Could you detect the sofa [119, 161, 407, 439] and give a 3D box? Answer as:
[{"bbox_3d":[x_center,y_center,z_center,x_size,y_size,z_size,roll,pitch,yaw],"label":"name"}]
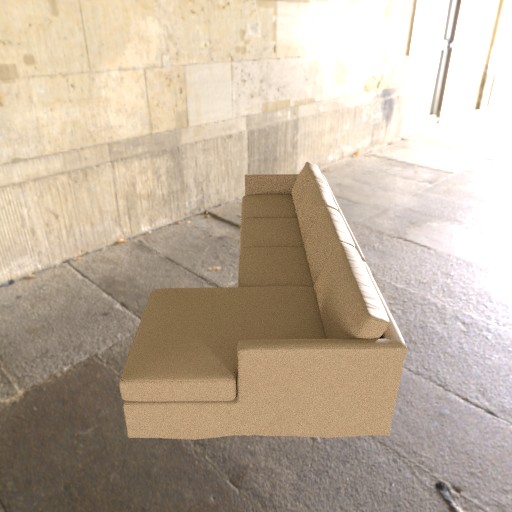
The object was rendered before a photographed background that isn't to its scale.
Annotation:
[{"bbox_3d":[0.000,0.000,3.895,1.622,0.871,3.206,0,28,-1],"label":"sofa"}]
